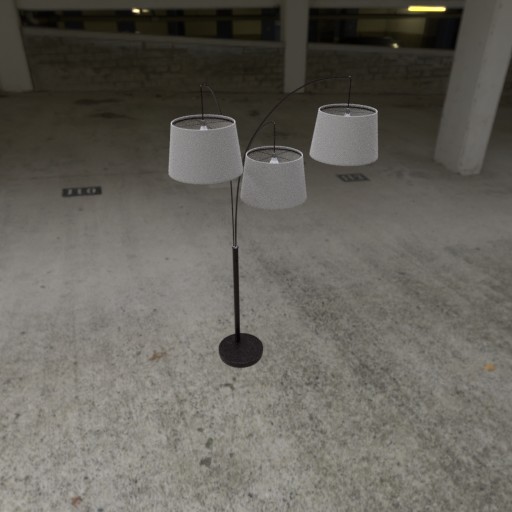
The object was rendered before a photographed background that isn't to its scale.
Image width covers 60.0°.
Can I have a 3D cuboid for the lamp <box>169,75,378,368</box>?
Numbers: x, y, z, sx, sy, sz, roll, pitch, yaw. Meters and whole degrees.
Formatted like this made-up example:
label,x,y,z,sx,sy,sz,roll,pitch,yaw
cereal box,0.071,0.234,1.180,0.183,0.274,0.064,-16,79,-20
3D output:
label,x,y,z,sx,sy,sz,roll,pitch,yaw
lamp,0.000,0.000,2.502,0.951,1.950,0.924,-10,31,-16
